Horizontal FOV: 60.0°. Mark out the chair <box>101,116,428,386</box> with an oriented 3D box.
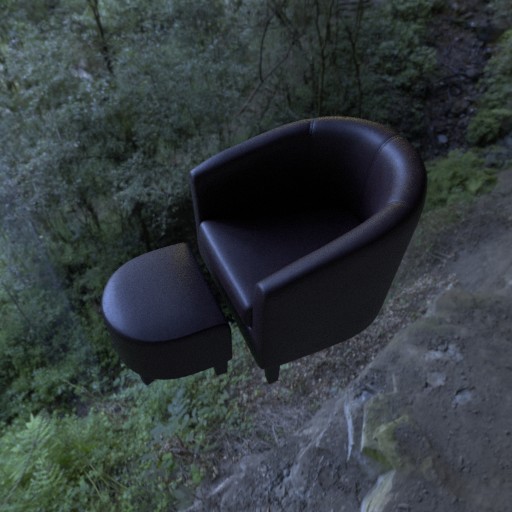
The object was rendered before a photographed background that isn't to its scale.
[{"bbox_3d":[0.000,0.000,1.681,1.176,0.755,0.737,-18,47,-17],"label":"chair"}]
